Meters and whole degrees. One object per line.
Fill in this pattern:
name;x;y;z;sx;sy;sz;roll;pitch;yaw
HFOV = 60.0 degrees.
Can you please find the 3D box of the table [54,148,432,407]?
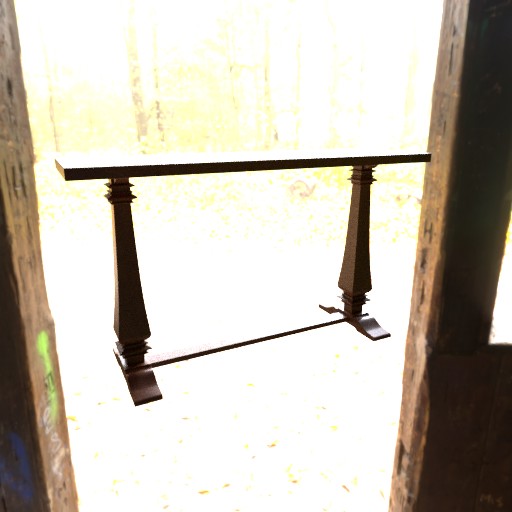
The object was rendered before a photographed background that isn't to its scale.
table;0.000;0.000;1.920;1.478;0.852;0.461;-8;19;-26
